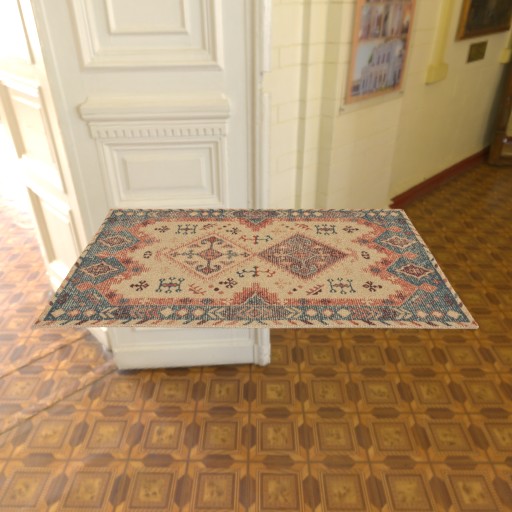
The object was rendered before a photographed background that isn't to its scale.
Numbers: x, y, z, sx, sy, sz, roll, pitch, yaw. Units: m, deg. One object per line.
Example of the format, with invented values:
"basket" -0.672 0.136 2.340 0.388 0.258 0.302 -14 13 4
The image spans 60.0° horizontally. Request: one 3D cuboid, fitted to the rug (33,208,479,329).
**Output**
"rug" 0.000 0.000 3.084 2.464 0.023 1.521 0 31 0
